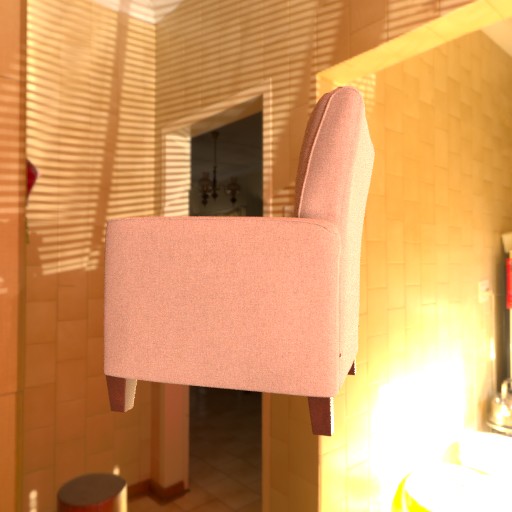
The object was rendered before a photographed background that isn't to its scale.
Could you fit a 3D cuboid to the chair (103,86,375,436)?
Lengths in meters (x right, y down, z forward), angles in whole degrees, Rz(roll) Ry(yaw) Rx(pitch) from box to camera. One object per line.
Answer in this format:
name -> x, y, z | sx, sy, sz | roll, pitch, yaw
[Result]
chair -> 0.000, 0.000, 1.702 | 0.859, 1.023, 0.845 | 0, -1, 17
